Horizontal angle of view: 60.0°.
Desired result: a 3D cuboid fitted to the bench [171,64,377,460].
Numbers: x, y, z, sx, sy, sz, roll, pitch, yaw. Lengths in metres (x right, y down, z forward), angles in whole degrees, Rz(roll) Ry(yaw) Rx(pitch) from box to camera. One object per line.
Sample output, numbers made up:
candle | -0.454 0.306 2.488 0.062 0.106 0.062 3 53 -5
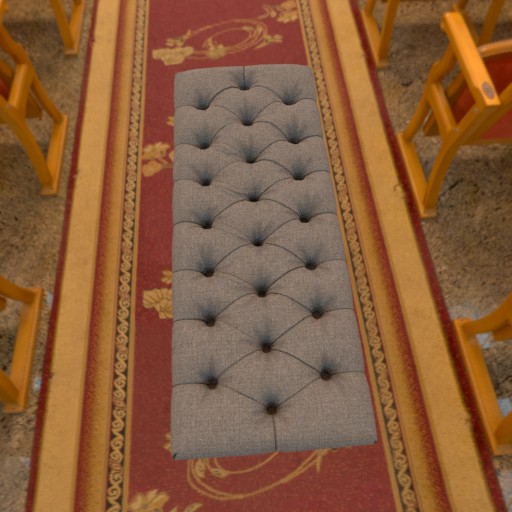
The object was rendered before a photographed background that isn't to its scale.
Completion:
bench | 0.000 0.000 1.276 0.417 0.470 1.052 -4 64 -2
